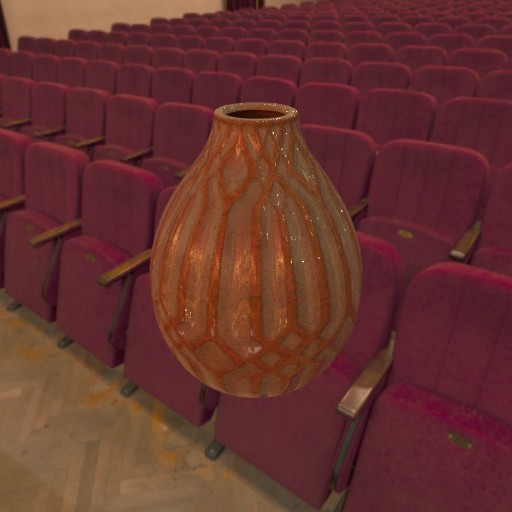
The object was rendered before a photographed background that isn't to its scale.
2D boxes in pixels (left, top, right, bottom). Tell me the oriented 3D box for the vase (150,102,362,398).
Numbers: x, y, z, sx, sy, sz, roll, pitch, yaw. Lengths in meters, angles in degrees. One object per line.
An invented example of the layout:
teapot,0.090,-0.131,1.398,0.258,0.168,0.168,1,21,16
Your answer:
vase,0.000,0.000,0.274,0.131,0.175,0.131,0,30,0
